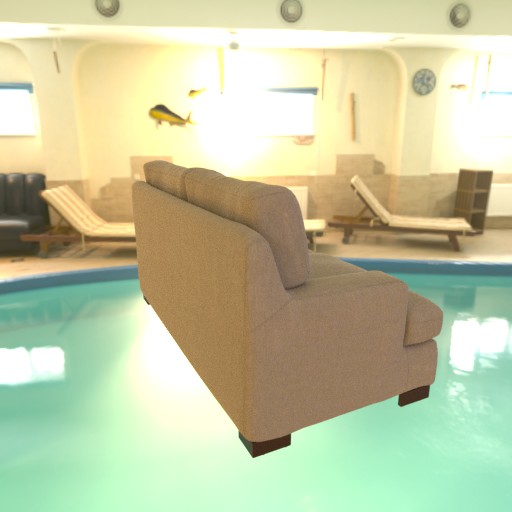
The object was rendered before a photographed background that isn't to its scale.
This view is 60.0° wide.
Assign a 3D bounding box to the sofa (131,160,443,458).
[{"bbox_3d":[0.000,0.000,2.447,0.962,0.980,1.855,-8,17,-25],"label":"sofa"}]
